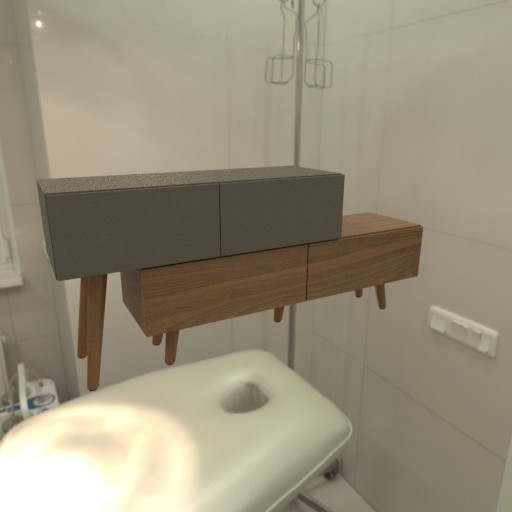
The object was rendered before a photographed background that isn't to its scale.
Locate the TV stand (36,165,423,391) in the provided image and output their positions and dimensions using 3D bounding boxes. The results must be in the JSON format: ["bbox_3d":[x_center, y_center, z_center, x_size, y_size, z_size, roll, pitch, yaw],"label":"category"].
[{"bbox_3d":[0.000,0.000,1.595,1.336,0.591,0.329,-9,19,-27],"label":"TV stand"}]
